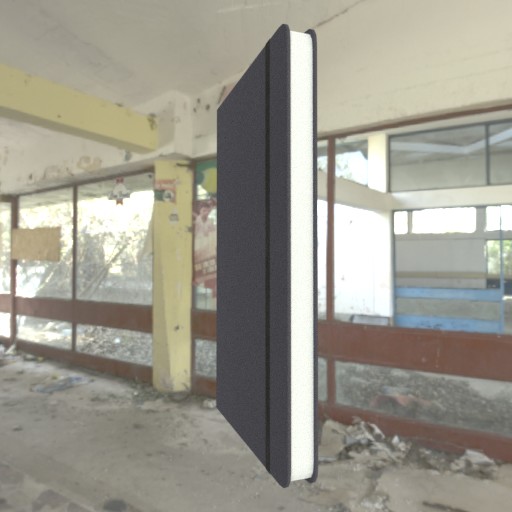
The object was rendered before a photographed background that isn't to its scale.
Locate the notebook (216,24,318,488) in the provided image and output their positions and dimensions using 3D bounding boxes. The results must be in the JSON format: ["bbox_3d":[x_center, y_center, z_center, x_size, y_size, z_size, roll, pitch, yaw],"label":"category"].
[{"bbox_3d":[0.000,0.000,0.258,0.016,0.213,0.127,0,-1,-19],"label":"notebook"}]
